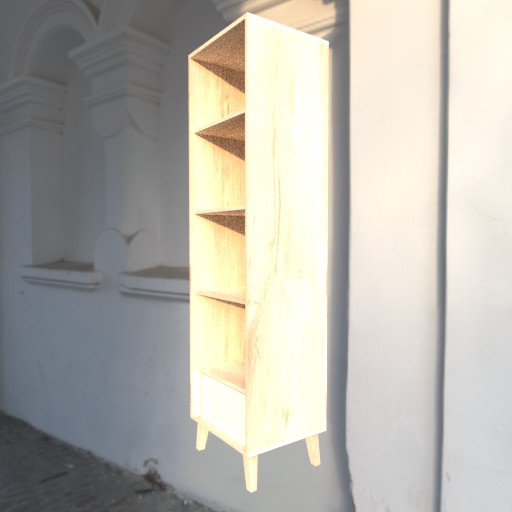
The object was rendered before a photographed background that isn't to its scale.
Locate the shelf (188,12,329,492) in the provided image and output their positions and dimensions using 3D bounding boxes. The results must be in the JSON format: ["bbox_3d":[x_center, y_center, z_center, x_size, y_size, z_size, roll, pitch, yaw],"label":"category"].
[{"bbox_3d":[0.000,0.000,2.132,0.450,1.960,0.510,-2,3,-36],"label":"shelf"}]
